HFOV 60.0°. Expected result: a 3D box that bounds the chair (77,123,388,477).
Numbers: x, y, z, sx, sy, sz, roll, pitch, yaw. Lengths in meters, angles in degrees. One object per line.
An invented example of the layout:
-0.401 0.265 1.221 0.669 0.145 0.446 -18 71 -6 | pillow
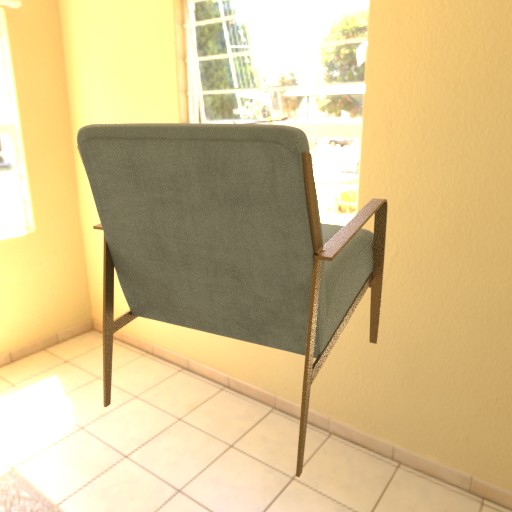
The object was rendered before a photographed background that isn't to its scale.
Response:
0.000 0.000 1.437 0.701 0.824 0.842 8 18 25 | chair
